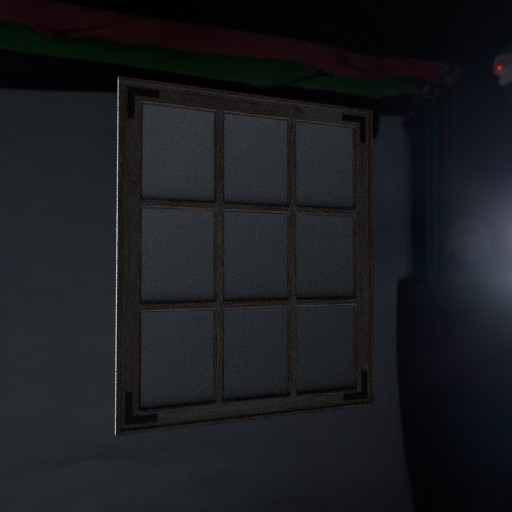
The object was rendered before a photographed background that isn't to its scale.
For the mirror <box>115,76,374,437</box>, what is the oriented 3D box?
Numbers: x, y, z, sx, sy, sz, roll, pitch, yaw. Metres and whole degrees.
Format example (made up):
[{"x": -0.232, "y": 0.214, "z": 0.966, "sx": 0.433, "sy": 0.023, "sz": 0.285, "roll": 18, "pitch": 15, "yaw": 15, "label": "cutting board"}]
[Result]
[{"x": 0.000, "y": 0.000, "z": 1.218, "sx": 0.730, "sy": 0.882, "sz": 0.032, "roll": 1, "pitch": -2, "yaw": -19, "label": "mirror"}]
